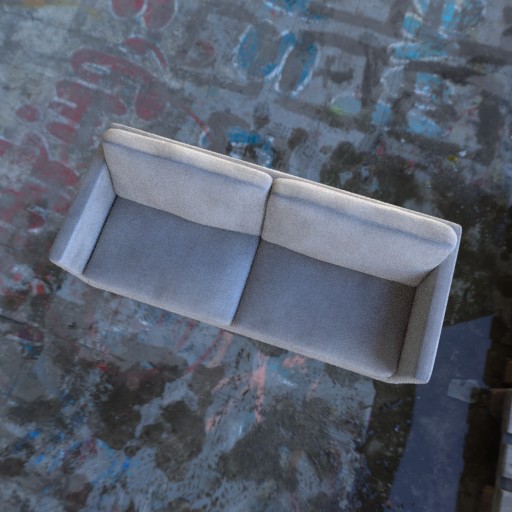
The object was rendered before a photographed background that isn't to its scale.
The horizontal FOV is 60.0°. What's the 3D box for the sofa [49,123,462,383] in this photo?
[{"bbox_3d":[0.000,0.000,2.764,2.208,0.965,0.951,17,75,5],"label":"sofa"}]
